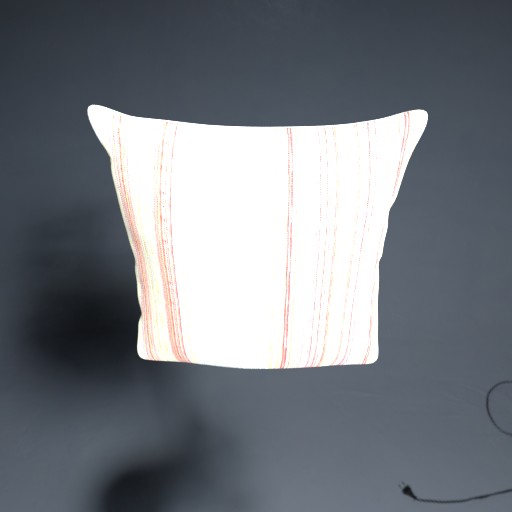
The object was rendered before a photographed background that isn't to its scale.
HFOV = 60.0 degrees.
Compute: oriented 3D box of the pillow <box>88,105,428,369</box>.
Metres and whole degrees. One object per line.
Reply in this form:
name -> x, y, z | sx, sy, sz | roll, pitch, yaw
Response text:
pillow -> 0.000, 0.000, 0.690 | 0.451, 0.449, 0.191 | 1, 29, 2
